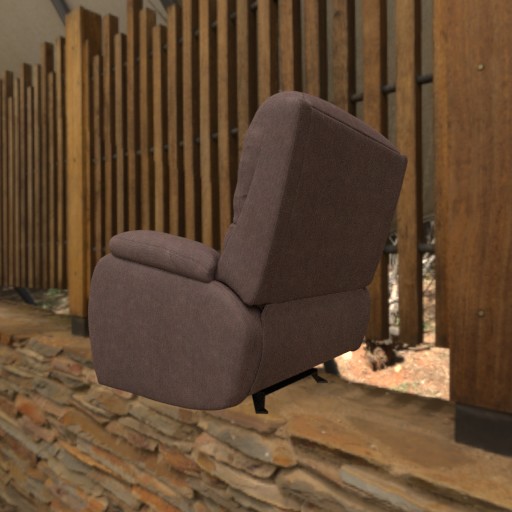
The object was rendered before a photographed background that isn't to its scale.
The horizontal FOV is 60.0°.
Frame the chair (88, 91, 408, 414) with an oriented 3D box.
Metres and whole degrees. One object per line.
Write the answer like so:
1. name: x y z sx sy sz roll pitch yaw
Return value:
1. chair: 0.000 0.000 1.708 0.899 1.011 0.930 0 1 36
